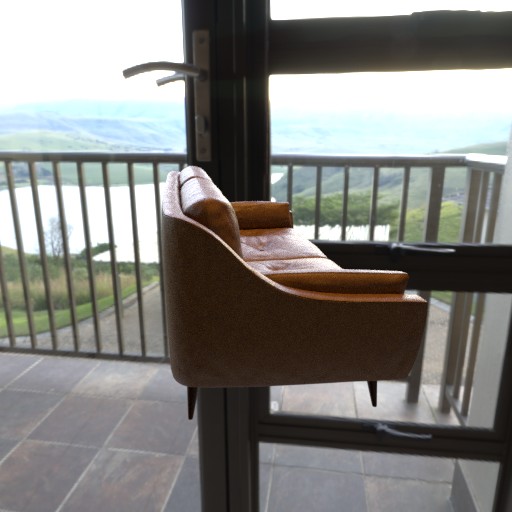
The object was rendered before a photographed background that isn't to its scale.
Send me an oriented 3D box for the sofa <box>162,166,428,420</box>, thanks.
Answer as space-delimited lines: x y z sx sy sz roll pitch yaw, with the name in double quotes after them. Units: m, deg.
0.000 0.000 2.329 0.904 0.839 1.902 -3 15 -10 "sofa"
